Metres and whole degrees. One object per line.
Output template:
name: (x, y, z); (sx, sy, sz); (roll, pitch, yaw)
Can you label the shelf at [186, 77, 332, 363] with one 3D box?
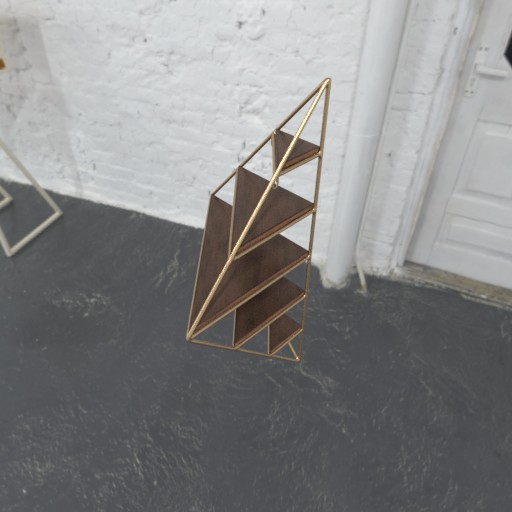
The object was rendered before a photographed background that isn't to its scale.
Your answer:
shelf: (0.000, 0.000, 1.159); (0.294, 0.913, 0.564); (1, 41, 1)
